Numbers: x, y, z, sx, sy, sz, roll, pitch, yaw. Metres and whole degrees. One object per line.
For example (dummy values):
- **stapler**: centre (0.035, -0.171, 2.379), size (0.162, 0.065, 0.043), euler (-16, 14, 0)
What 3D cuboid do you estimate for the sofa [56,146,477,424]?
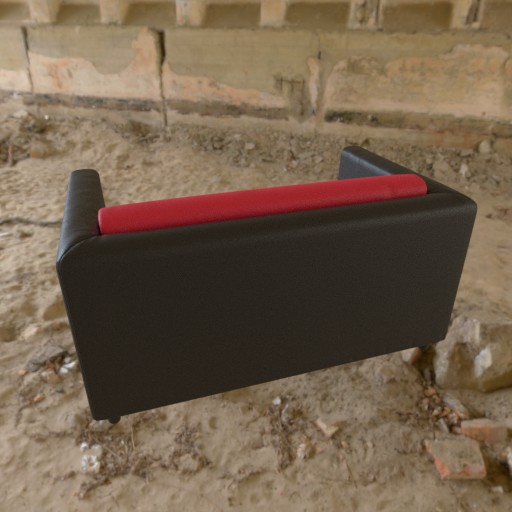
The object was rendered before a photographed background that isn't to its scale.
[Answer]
- **sofa**: centre (0.000, 0.000, 1.868), size (1.410, 0.735, 0.845), euler (-9, 29, -16)
